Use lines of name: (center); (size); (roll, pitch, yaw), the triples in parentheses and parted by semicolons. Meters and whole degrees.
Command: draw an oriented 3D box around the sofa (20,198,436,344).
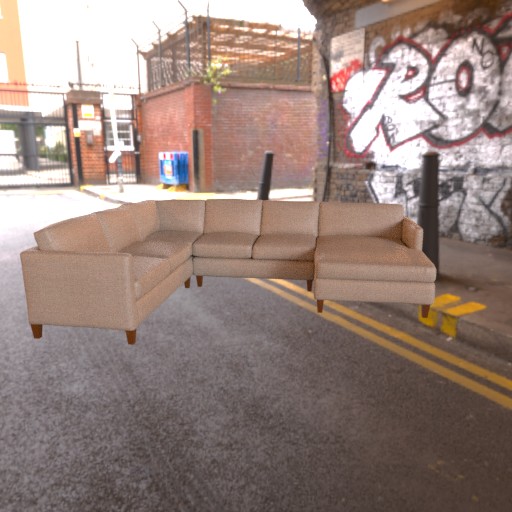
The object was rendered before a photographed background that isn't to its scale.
sofa: (0.000, 0.000, 4.545); (3.460, 0.961, 2.594); (2, 13, 8)
